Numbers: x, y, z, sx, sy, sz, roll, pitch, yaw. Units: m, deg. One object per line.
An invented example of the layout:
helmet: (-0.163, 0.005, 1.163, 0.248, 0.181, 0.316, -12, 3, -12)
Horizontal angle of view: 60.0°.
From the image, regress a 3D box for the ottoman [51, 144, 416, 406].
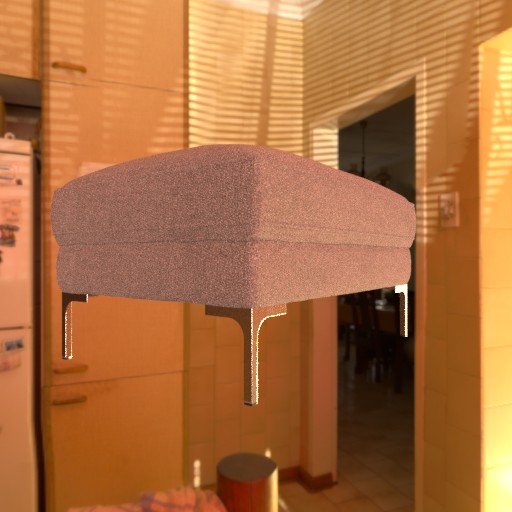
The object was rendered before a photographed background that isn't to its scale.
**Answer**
ottoman: (0.000, 0.000, 1.141, 0.583, 0.464, 0.785, 0, 0, 36)
